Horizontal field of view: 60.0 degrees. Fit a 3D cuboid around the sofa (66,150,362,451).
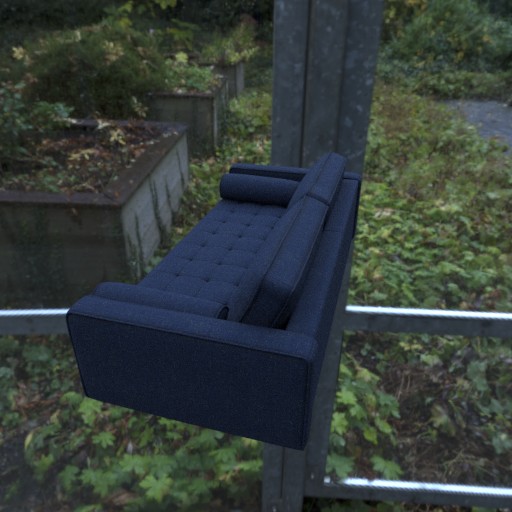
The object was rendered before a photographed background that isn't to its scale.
[{"bbox_3d":[0.000,0.000,2.331,0.914,0.762,1.880,8,30,14],"label":"sofa"}]
